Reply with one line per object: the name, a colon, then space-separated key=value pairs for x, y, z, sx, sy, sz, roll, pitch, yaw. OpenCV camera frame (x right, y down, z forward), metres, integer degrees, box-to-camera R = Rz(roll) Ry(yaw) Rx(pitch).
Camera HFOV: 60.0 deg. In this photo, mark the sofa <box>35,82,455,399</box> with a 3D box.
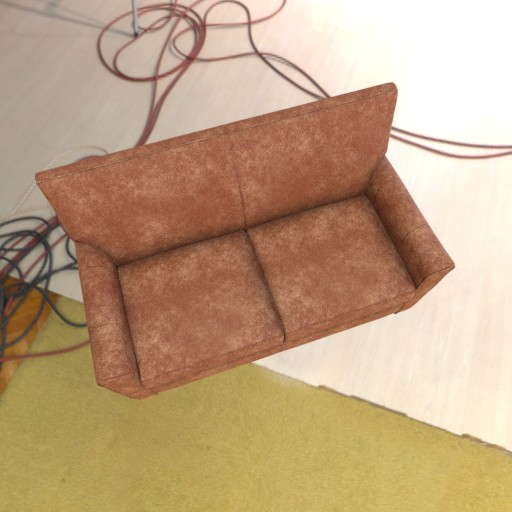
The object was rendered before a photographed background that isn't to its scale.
sofa: x=0.000 y=0.000 z=1.969 sx=1.473 sy=0.871 sz=0.787 roll=-17 pitch=65 yaw=-8
